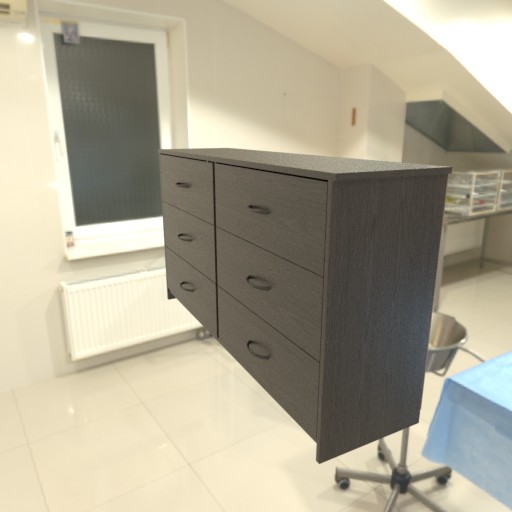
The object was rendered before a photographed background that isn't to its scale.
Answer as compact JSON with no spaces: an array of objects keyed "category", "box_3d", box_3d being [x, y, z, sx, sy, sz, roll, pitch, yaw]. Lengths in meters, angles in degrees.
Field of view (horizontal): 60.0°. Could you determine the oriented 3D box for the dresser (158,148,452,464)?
[{"category":"dresser","box_3d":[0.000,0.000,1.703,0.401,0.755,1.360,-8,18,-27]}]
